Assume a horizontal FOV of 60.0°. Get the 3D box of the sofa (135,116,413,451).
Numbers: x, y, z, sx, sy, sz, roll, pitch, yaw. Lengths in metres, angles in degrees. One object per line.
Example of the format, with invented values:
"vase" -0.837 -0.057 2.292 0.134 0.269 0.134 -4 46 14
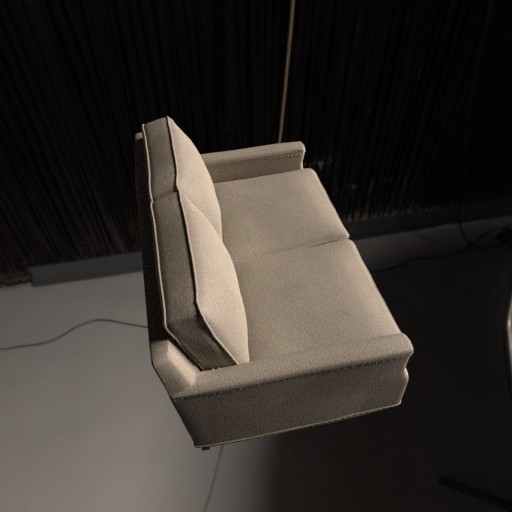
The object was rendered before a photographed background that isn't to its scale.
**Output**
"sofa" 0.000 0.000 2.320 1.084 1.003 1.597 -9 47 -9
